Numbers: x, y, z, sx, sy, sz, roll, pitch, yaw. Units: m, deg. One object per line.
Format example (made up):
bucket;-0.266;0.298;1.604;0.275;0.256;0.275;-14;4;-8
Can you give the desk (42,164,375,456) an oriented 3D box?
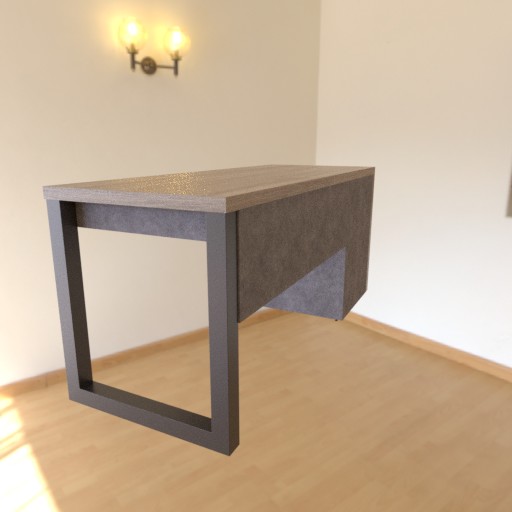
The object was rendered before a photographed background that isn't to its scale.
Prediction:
desk;0.000;0.000;2.073;0.690;0.760;1.700;7;16;26
